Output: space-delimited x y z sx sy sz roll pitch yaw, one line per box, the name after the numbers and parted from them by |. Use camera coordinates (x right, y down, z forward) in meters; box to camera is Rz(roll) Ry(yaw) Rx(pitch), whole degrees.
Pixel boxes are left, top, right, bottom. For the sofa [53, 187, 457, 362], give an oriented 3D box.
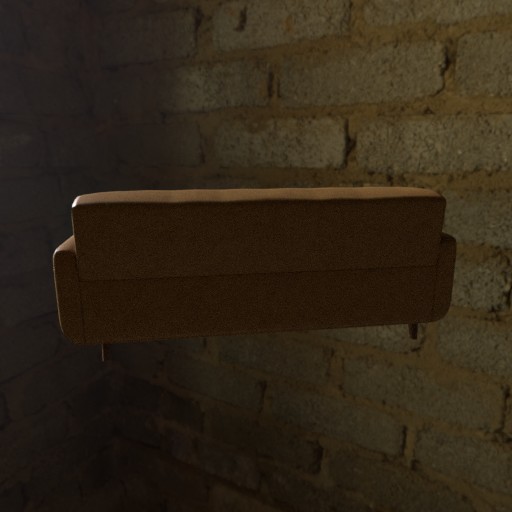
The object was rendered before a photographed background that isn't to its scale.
0.000 0.000 2.749 2.137 0.892 0.980 -2 14 -9 | sofa
